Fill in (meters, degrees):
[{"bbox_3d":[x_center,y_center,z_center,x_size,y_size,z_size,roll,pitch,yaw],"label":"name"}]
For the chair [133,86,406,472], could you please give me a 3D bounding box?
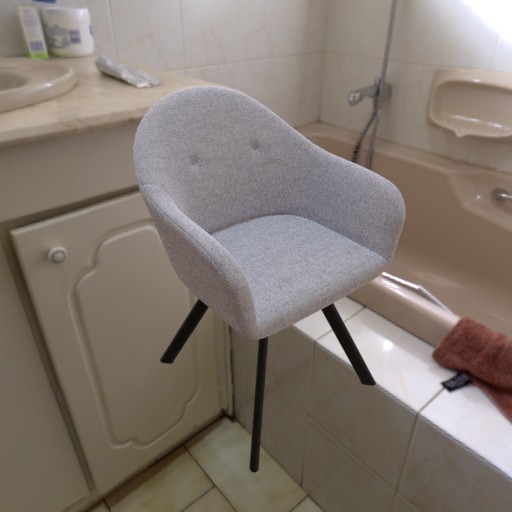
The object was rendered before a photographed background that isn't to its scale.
[{"bbox_3d":[0.000,0.000,1.174,0.540,0.780,0.570,-22,38,-32],"label":"chair"}]
